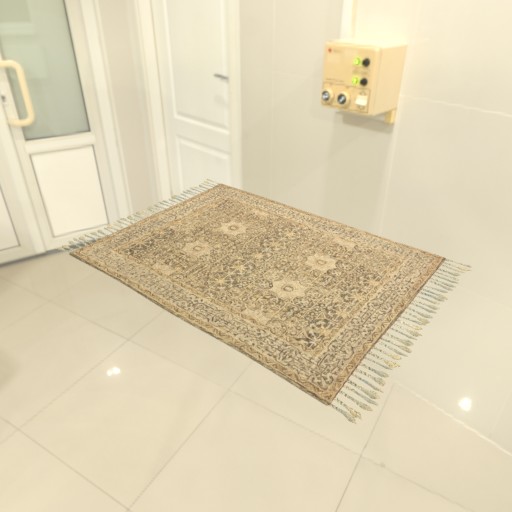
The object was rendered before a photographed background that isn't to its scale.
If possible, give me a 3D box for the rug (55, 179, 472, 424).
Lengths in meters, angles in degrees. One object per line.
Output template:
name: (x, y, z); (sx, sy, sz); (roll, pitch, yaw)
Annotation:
rug: (0.000, 0.000, 3.092); (2.465, 0.023, 1.619); (23, 39, 32)
